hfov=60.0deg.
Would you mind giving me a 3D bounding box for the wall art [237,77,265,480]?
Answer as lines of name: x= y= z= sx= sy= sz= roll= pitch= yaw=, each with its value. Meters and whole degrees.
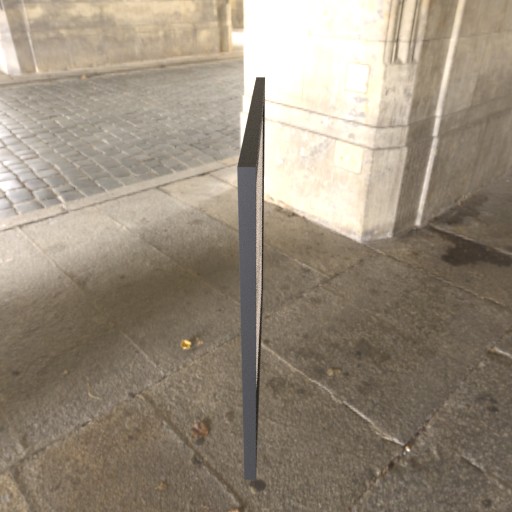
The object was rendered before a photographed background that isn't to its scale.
wall art: x=0.000 y=0.000 z=0.544 sx=0.013 sy=0.356 sz=0.356 roll=1 pitch=31 yaw=2
